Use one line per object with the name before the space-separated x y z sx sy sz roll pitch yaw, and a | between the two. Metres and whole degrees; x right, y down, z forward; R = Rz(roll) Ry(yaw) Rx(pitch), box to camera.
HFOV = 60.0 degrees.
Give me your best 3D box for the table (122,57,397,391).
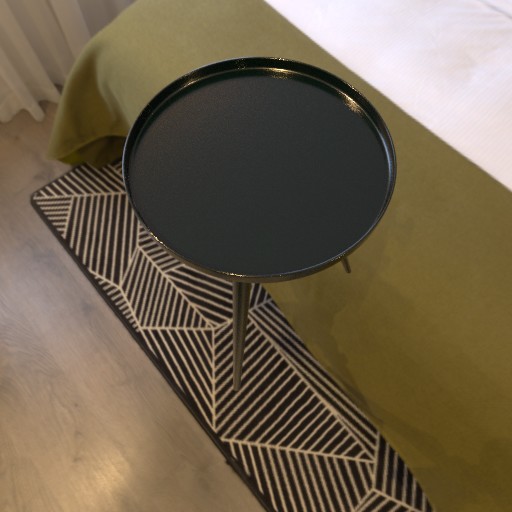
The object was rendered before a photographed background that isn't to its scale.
table | 0.000 0.000 0.836 0.403 0.548 0.415 16 65 8
